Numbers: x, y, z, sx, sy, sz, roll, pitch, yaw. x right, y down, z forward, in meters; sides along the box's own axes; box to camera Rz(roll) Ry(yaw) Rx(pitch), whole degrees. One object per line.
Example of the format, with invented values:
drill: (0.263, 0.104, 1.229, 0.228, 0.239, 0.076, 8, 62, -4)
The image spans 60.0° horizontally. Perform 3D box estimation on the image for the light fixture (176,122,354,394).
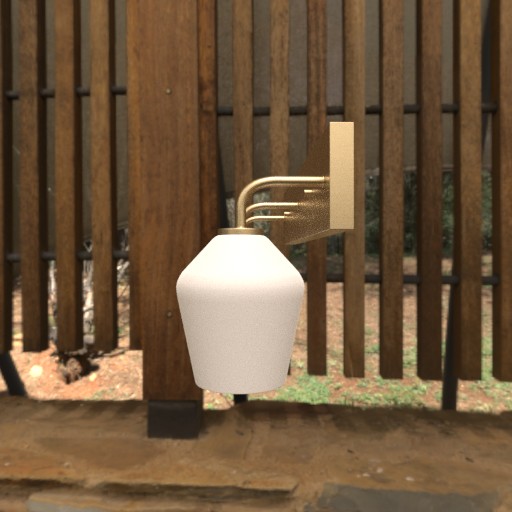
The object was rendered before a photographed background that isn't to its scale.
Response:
light fixture: (0.000, 0.000, 0.729, 0.190, 0.280, 0.609, 0, 0, -2)
